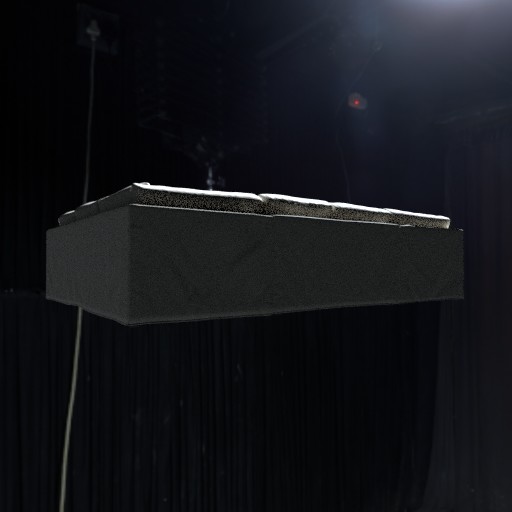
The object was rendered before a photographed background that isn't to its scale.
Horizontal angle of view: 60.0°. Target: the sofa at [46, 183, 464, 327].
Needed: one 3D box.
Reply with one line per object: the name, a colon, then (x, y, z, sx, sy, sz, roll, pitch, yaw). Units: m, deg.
sofa: (0.000, 0.000, 4.447, 3.464, 0.882, 2.448, 1, -1, -36)
